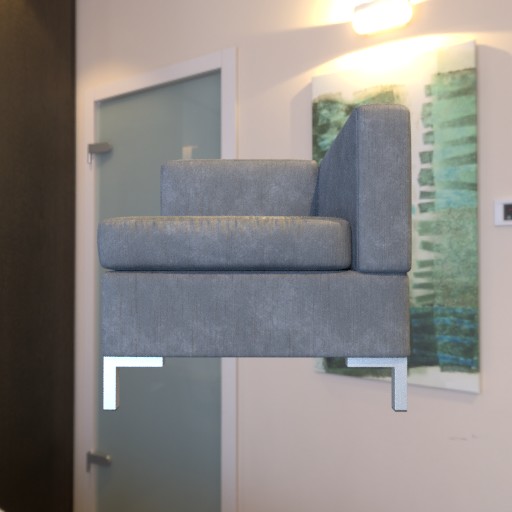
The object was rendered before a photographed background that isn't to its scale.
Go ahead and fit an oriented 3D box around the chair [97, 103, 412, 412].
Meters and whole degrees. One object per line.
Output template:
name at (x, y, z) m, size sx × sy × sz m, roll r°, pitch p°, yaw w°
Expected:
chair at (0.000, 0.000, 1.238) m, size 0.680 × 0.660 × 0.680 m, roll 0°, pitch -1°, yaw 0°
